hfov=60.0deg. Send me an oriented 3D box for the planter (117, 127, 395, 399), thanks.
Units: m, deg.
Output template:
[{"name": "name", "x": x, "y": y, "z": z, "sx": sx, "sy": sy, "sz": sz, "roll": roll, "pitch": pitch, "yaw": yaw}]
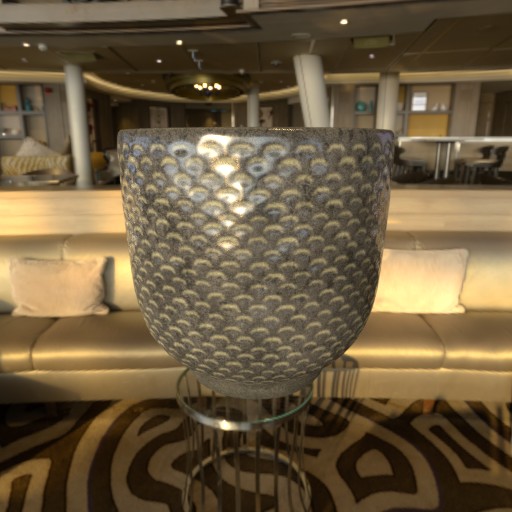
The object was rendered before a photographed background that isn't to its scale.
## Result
[{"name": "planter", "x": 0.000, "y": 0.000, "z": 0.350, "sx": 0.197, "sy": 0.191, "sz": 0.197, "roll": 0, "pitch": 15, "yaw": 0}]
